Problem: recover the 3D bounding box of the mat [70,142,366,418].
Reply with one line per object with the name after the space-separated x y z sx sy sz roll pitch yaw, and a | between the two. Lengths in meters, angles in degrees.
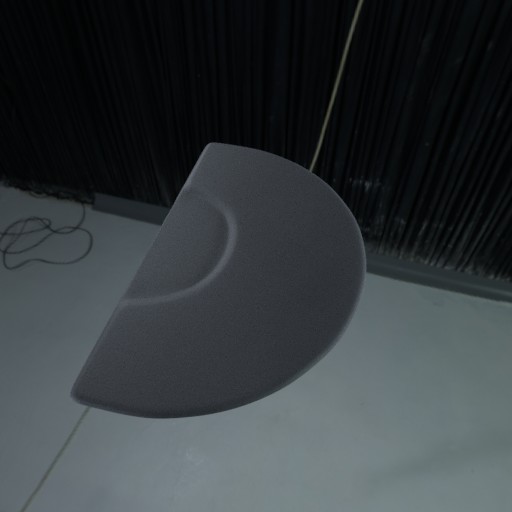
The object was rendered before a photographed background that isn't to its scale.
0.000 0.000 1.868 0.917 0.016 1.525 10 49 9 | mat
